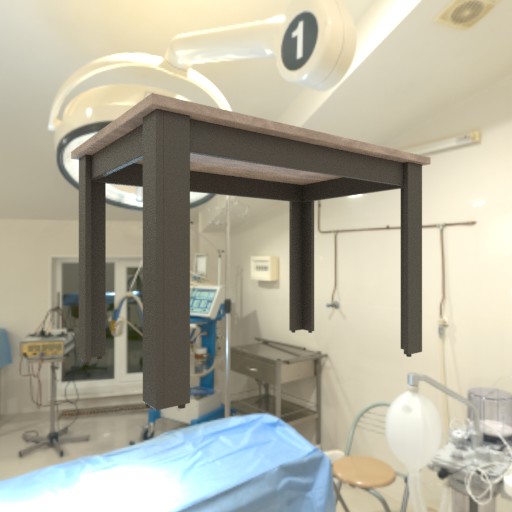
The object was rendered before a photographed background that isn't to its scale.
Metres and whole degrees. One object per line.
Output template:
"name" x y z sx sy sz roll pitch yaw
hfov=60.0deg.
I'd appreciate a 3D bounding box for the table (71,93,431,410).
"table" 0.000 0.000 1.603 1.100 0.734 0.700 0 0 -37
